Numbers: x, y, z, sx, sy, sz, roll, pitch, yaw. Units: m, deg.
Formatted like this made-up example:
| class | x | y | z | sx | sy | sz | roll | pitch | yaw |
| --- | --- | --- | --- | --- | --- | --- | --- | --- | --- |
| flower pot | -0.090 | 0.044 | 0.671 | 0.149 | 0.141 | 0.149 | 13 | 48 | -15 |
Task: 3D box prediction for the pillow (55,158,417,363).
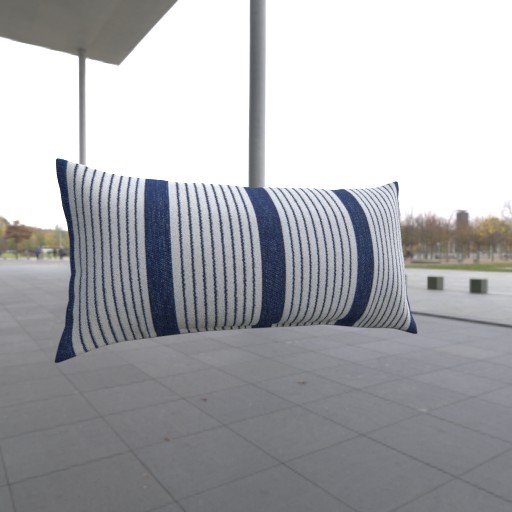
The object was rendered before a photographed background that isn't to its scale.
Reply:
| class | x | y | z | sx | sy | sz | roll | pitch | yaw |
| --- | --- | --- | --- | --- | --- | --- | --- | --- | --- |
| pillow | 0.000 | 0.000 | 0.731 | 0.608 | 0.292 | 0.156 | 0 | 1 | -19 |
